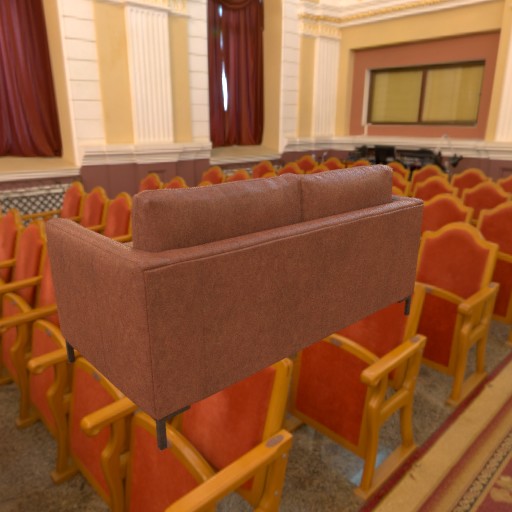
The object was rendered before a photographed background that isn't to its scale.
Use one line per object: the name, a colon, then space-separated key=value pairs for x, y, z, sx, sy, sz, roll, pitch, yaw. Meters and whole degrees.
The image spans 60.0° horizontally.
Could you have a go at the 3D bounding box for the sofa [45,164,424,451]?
sofa: x=0.000 y=0.000 z=2.272 sx=1.797 sy=0.883 sz=0.899 roll=-15 pitch=22 yaw=-41
